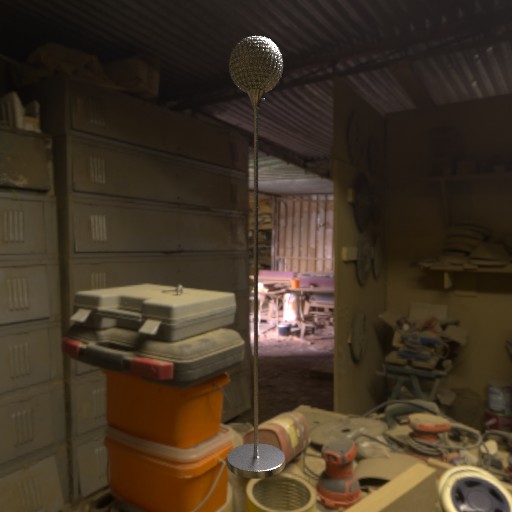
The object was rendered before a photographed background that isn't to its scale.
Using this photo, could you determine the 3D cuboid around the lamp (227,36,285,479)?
[{"bbox_3d":[0.000,0.000,1.903,0.254,1.805,0.254,0,2,0],"label":"lamp"}]
